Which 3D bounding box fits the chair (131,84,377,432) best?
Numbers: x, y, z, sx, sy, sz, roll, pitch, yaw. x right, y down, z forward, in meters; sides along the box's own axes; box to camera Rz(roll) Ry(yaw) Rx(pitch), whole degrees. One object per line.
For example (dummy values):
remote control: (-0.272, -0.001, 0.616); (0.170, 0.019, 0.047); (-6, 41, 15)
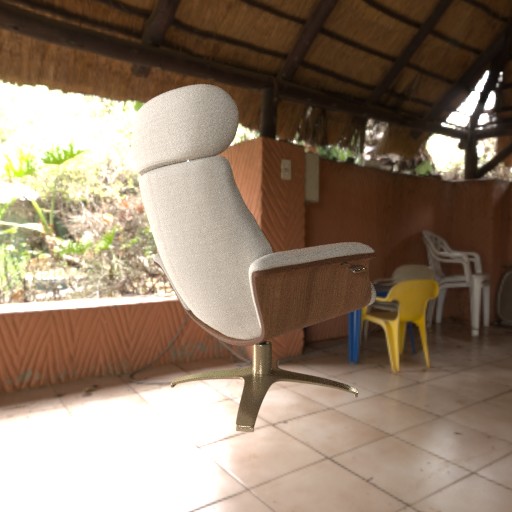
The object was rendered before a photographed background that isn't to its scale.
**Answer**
chair: (0.000, 0.000, 1.603); (0.837, 0.995, 0.785); (-1, 2, -35)
